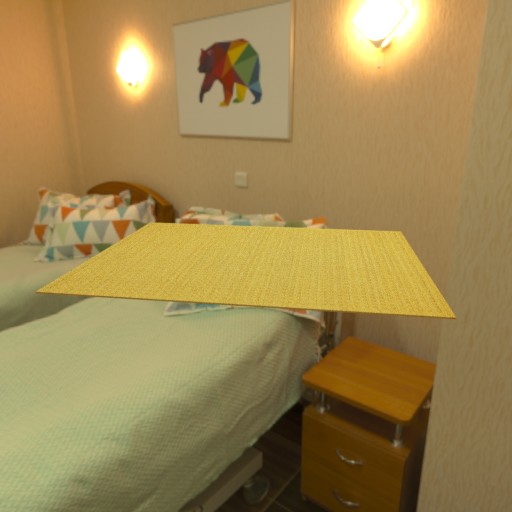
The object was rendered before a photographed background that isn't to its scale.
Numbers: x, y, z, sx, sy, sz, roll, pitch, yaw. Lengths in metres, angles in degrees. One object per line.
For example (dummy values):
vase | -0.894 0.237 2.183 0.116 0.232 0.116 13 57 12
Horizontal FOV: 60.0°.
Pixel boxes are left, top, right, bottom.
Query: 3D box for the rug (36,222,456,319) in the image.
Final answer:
rug | 0.000 0.000 4.537 3.242 0.015 2.486 3 18 8
